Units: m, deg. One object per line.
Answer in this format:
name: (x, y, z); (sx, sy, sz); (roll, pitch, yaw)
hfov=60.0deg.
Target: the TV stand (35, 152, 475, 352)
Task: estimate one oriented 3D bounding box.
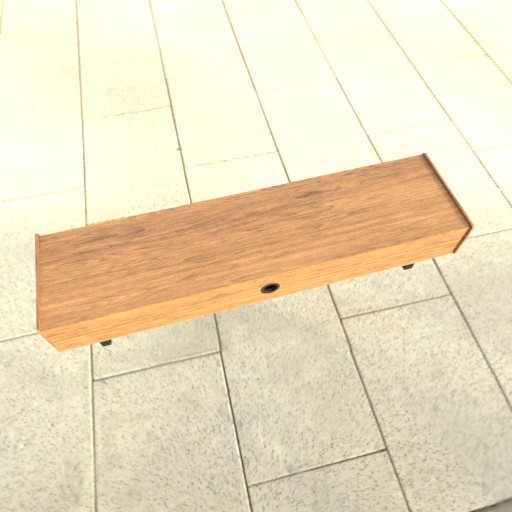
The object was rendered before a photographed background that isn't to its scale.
TV stand: (0.000, 0.000, 2.043); (1.796, 0.415, 0.467); (-13, 59, -8)
